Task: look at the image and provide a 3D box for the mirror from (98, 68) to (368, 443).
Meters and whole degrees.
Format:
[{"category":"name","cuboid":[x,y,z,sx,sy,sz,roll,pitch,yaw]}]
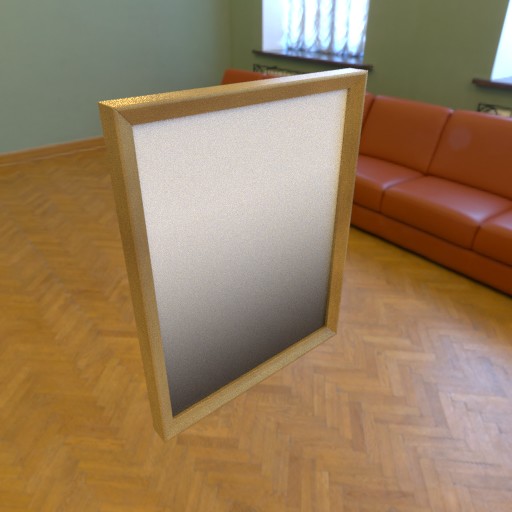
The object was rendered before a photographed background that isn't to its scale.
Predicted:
[{"category":"mirror","cuboid":[0.000,0.000,0.692,0.406,0.509,0.041,-23,37,-34]}]
